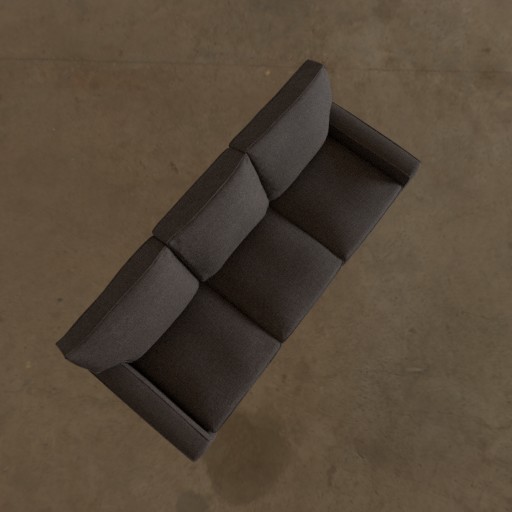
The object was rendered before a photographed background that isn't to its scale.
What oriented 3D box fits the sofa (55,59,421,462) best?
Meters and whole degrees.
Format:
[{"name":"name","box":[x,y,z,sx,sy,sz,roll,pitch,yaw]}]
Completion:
[{"name":"sofa","box":[0.000,0.000,2.889,1.004,0.978,2.369,37,78,9]}]
